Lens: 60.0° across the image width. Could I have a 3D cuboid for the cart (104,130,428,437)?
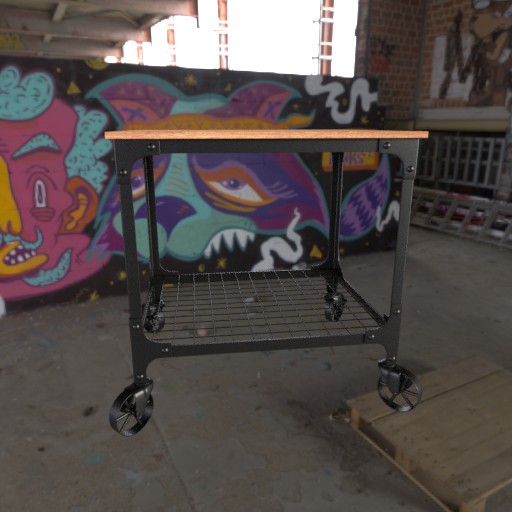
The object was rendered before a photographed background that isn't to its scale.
[{"bbox_3d":[0.000,0.000,1.107,0.666,0.603,0.558,-2,16,-8],"label":"cart"}]
